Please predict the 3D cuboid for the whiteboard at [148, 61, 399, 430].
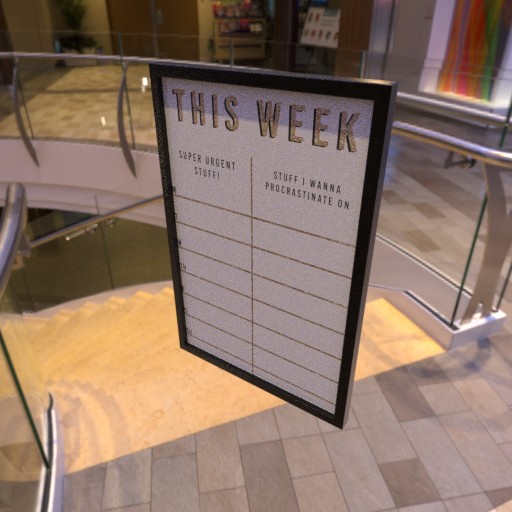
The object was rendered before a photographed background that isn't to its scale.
[{"bbox_3d":[0.000,0.000,0.785,0.406,0.611,0.026,18,35,29],"label":"whiteboard"}]
